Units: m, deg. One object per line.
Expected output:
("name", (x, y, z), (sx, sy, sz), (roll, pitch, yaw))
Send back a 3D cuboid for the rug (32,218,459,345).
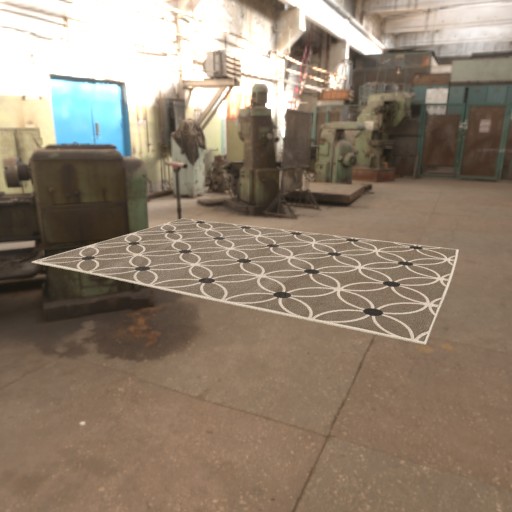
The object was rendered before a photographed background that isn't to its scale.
("rug", (0.000, 0.000, 2.822), (2.284, 0.008, 1.522), (8, 18, 27))
